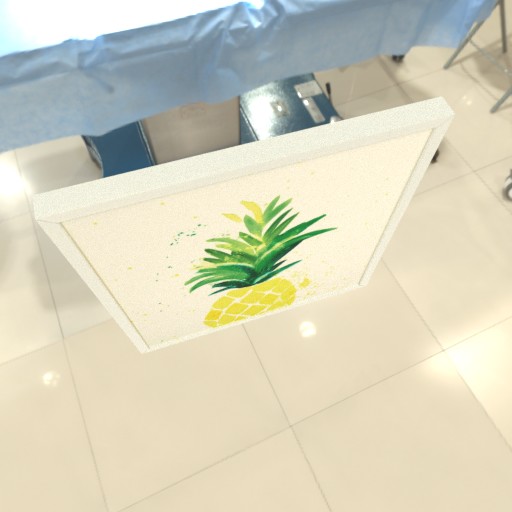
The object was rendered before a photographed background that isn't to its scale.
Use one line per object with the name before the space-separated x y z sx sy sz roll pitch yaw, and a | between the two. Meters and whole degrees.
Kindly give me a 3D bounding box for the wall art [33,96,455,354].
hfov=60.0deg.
wall art | 0.000 0.000 0.449 0.307 0.307 0.020 -16 63 -8
